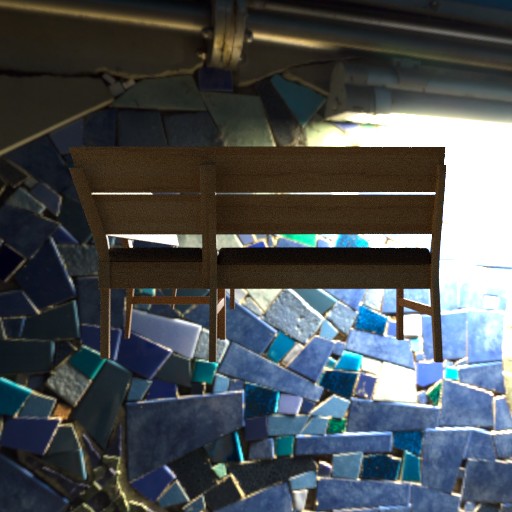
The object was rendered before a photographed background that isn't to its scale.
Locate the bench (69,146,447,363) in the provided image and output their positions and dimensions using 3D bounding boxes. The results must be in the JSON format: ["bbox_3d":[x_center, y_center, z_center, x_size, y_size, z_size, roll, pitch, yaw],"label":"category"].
[{"bbox_3d":[0.000,0.000,2.776,1.549,0.890,1.975,0,0,-1],"label":"bench"}]
